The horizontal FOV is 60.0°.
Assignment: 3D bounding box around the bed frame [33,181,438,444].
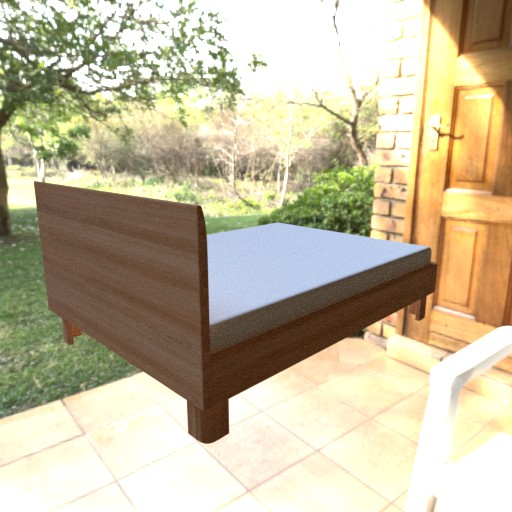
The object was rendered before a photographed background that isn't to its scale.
[{"bbox_3d":[0.000,0.000,2.725,1.992,0.940,1.472,-13,19,-43],"label":"bed frame"}]
